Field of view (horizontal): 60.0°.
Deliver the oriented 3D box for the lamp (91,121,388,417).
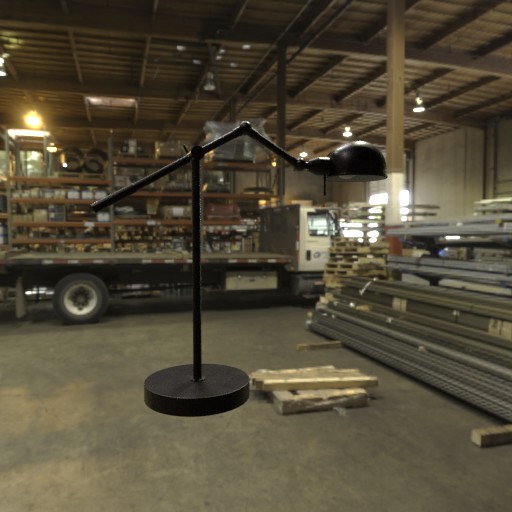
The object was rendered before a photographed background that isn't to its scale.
[{"bbox_3d":[0.000,0.000,0.812,0.567,0.495,0.185,-1,3,-18],"label":"lamp"}]
